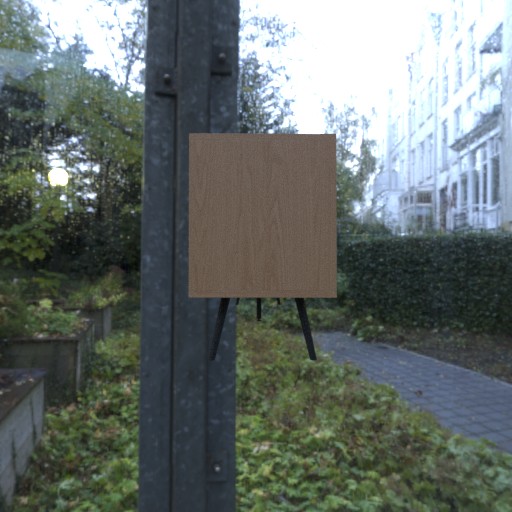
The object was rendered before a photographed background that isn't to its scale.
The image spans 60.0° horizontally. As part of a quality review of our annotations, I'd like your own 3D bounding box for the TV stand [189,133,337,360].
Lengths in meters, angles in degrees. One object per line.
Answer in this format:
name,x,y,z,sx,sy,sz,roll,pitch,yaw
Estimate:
TV stand,0.000,0.000,1.989,0.400,0.580,1.760,0,-1,0
